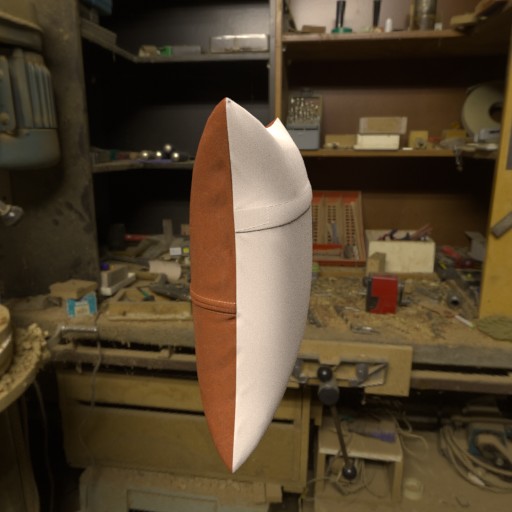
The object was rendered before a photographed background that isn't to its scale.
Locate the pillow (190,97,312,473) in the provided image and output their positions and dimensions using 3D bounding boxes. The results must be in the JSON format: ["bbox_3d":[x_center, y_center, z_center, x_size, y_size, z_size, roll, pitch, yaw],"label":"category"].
[{"bbox_3d":[0.000,0.000,0.765,0.192,0.477,0.501,2,15,9],"label":"pillow"}]
